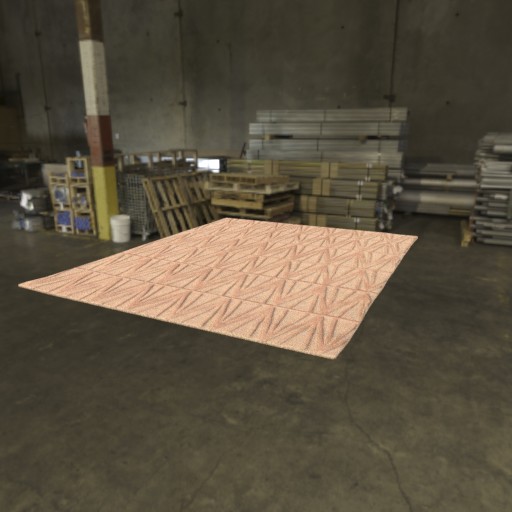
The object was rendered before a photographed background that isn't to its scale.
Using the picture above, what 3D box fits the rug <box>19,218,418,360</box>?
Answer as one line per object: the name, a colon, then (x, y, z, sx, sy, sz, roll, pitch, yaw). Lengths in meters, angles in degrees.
rug: (0.000, 0.000, 4.082, 2.453, 0.043, 3.052, 8, 17, 26)
